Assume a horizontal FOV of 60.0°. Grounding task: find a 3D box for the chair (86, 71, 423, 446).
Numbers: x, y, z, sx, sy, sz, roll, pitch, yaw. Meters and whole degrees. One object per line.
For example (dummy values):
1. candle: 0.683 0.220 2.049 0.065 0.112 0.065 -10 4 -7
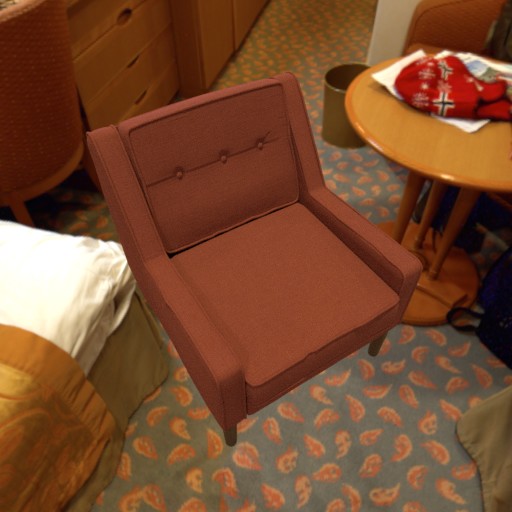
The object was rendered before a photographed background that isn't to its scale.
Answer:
1. chair: 0.000 0.000 1.386 0.680 0.812 0.770 -25 53 -21
